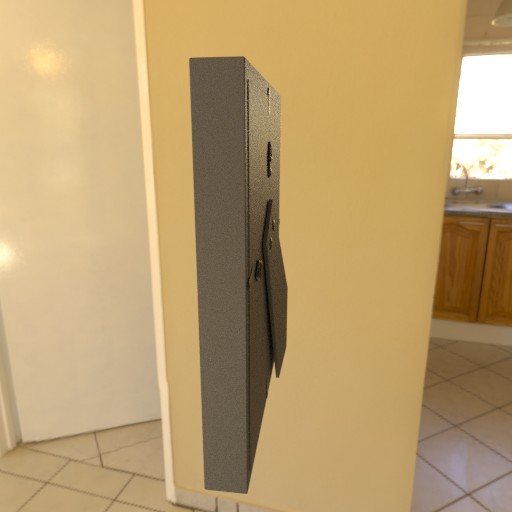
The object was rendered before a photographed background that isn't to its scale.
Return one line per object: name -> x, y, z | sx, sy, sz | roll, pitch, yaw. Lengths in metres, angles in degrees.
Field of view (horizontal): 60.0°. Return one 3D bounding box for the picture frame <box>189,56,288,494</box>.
picture frame -> 0.000, 0.000, 0.387 | 0.042, 0.284, 0.232 | 2, 15, 8
